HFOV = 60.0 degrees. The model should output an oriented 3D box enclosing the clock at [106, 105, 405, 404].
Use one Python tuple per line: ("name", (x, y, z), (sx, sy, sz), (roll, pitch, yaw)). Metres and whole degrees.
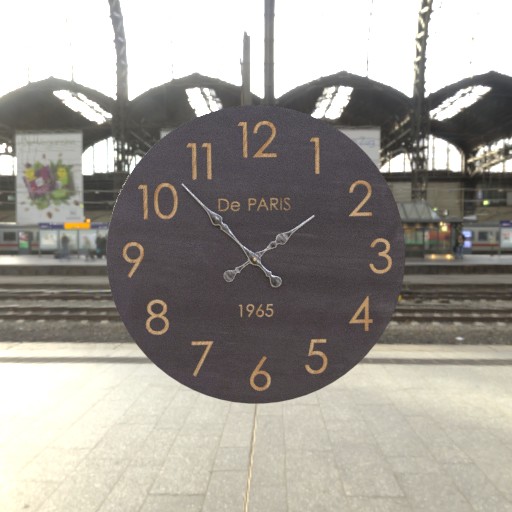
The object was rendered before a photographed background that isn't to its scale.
("clock", (0.000, 0.000, 0.887), (0.595, 0.595, 0.029), (0, 2, 0))
